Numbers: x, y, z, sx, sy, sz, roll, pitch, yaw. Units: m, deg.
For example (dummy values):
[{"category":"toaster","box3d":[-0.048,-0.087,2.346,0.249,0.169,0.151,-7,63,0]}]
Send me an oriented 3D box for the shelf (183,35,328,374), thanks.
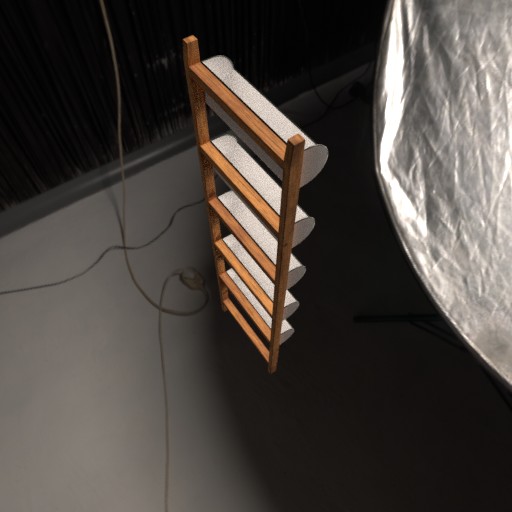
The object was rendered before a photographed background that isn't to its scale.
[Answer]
[{"category":"shelf","box3d":[0.000,0.000,1.716,0.141,1.600,0.454,-31,64,-18]}]
